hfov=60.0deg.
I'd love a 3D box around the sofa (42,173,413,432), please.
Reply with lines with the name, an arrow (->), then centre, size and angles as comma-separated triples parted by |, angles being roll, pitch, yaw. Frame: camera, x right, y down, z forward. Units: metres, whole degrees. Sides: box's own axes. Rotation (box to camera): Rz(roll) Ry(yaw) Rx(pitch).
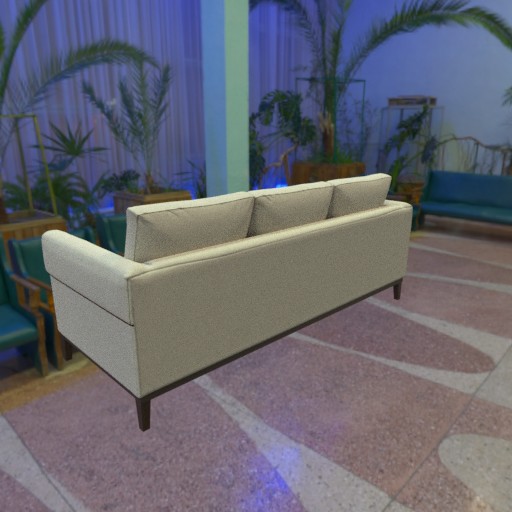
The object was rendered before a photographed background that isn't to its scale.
sofa -> 0.000, 0.000, 2.714 | 2.198, 0.911, 0.902 | -15, 22, -42
